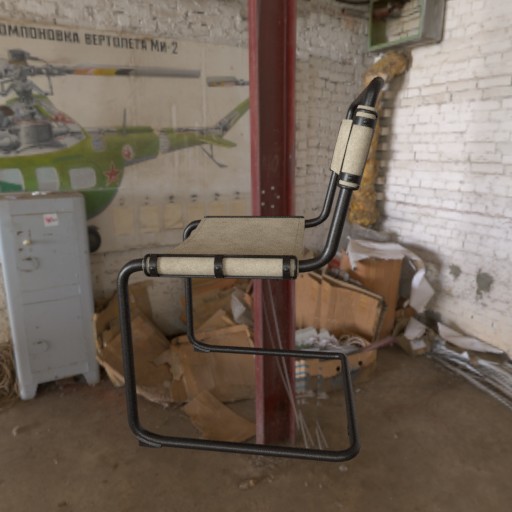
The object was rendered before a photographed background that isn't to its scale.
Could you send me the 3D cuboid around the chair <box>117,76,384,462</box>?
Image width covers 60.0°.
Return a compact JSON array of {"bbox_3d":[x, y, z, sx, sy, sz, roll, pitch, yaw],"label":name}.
[{"bbox_3d":[0.000,0.000,1.063,0.497,0.747,0.499,2,14,7],"label":"chair"}]
